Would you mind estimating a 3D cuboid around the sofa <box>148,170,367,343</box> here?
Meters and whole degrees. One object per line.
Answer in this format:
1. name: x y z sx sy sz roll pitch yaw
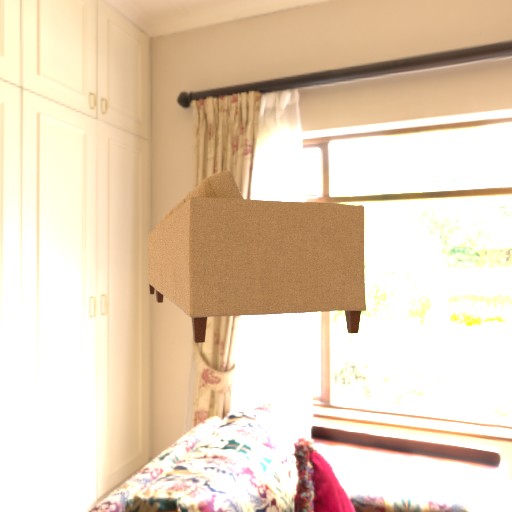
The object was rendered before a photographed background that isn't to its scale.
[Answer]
1. sofa: 0.000 0.000 3.798 1.625 0.846 3.186 0 -1 -17
